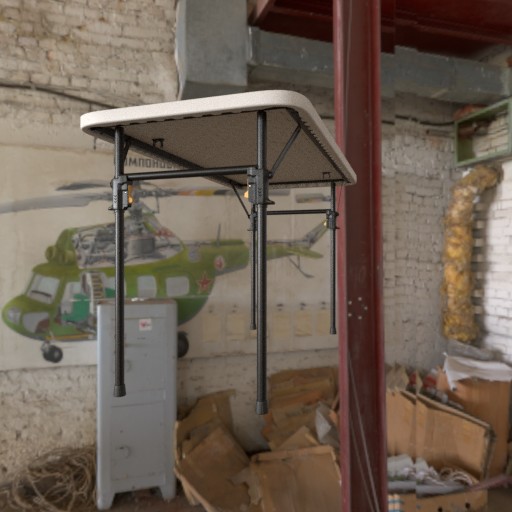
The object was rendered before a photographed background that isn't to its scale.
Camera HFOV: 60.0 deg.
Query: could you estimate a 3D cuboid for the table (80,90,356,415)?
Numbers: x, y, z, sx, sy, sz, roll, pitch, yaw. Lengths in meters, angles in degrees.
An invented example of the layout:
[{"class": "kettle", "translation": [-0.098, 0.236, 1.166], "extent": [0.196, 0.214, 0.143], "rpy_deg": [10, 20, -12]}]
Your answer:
[{"class": "table", "translation": [0.000, 0.000, 1.613], "extent": [0.610, 0.729, 1.219], "rpy_deg": [0, 0, 19]}]
